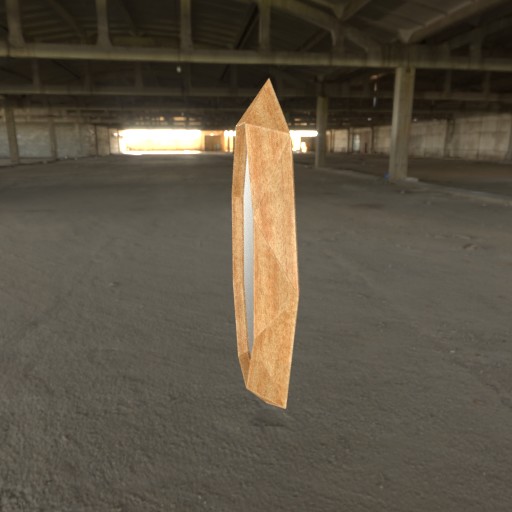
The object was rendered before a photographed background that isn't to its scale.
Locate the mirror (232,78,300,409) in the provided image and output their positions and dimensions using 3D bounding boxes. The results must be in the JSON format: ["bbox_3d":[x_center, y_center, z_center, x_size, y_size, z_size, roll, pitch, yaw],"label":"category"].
[{"bbox_3d":[0.000,0.000,1.029,0.070,0.774,0.577,-2,15,-9],"label":"mirror"}]
